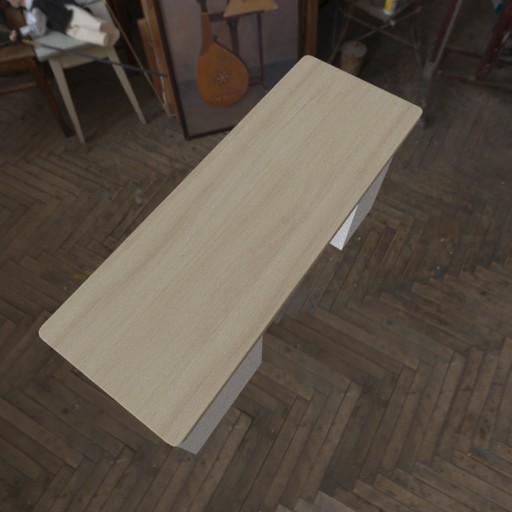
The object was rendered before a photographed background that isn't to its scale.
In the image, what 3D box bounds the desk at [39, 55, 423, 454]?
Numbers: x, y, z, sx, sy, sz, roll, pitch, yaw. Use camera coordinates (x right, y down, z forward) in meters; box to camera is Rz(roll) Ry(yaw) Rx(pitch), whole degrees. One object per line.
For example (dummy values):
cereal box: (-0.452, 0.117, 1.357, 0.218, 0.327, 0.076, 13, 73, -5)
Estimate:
desk: (0.000, 0.000, 1.863, 0.550, 0.755, 1.500, 33, 68, 15)
